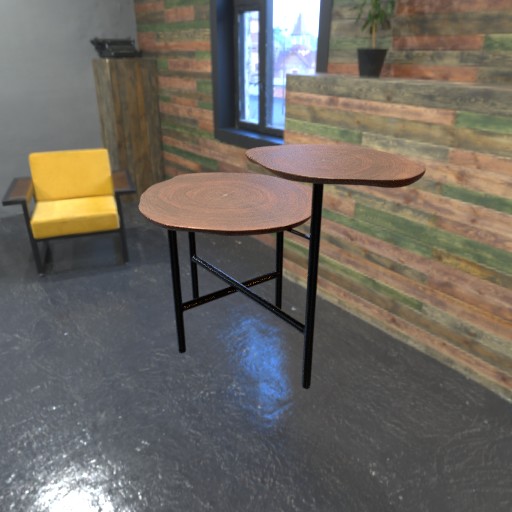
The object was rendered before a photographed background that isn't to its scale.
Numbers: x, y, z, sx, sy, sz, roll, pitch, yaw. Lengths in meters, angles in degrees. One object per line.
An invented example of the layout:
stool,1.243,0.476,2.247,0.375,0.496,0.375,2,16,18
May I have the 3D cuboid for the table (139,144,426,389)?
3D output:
table,0.000,0.000,1.061,0.442,0.538,0.759,-17,30,-33
